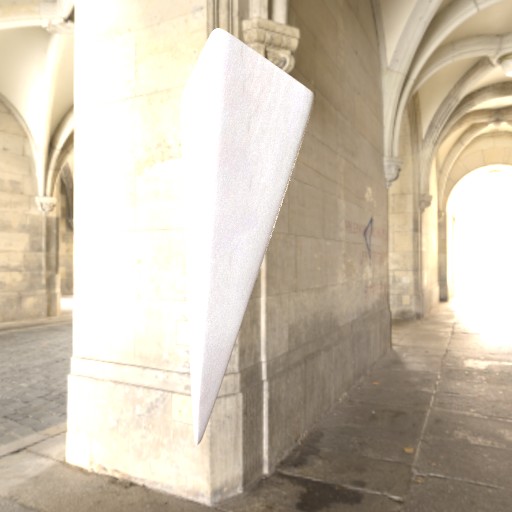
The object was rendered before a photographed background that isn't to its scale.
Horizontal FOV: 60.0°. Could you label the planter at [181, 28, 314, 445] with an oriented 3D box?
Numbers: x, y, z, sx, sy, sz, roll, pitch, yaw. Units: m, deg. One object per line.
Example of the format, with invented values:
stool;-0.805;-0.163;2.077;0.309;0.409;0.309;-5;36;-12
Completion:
planter;0.000;0.000;0.277;0.081;0.224;0.101;0;-1;-19
